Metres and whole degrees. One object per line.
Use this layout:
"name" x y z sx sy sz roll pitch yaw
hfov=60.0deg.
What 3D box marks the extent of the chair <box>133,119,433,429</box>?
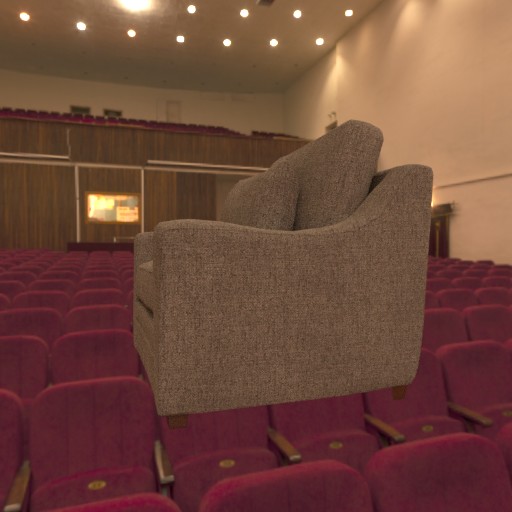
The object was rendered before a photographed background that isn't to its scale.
"chair" 0.000 0.000 1.976 1.009 1.037 1.138 0 1 -19
